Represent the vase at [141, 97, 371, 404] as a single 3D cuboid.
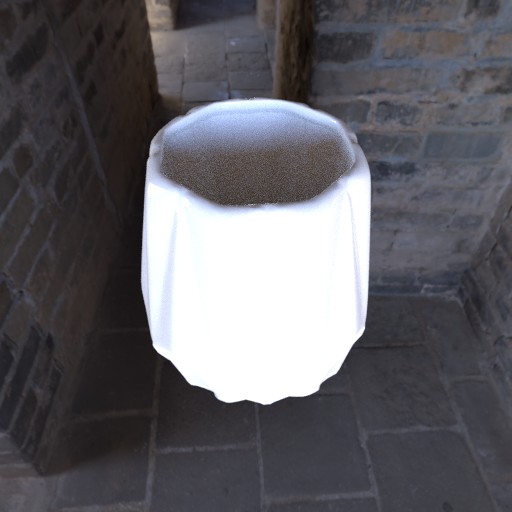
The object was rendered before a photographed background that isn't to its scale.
[{"bbox_3d":[0.000,0.000,0.263,0.141,0.152,0.141,0,45,0],"label":"vase"}]
